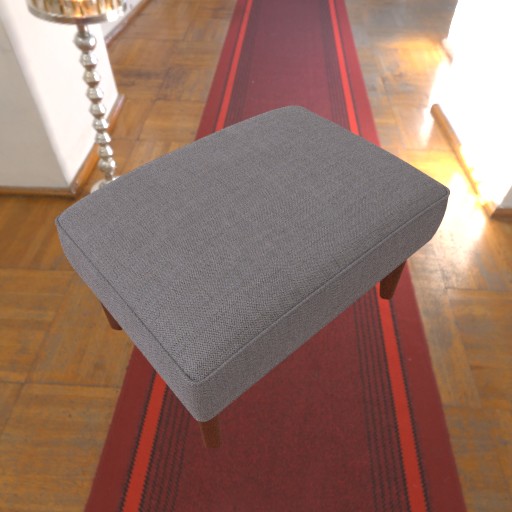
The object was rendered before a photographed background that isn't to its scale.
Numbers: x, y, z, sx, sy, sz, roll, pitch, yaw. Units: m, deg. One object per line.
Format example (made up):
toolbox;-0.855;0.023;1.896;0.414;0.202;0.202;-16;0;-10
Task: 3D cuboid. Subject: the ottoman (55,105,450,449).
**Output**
ottoman;0.000;0.000;1.105;0.750;0.458;0.555;-33;55;-27
